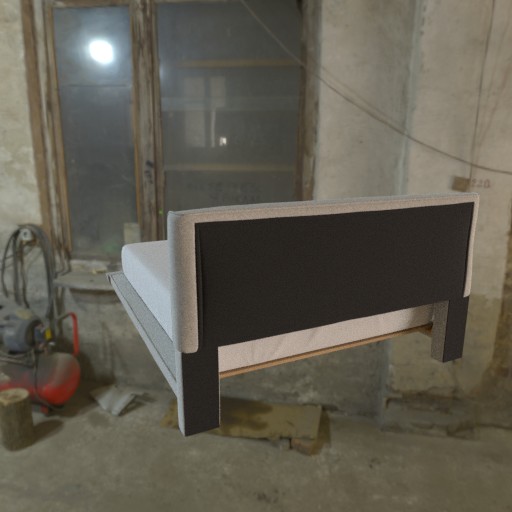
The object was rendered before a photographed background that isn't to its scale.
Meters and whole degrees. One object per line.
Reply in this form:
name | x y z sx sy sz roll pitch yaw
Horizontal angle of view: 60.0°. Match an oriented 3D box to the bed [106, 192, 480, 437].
bed | 0.000 0.000 3.496 1.980 1.126 2.498 -7 15 -25
